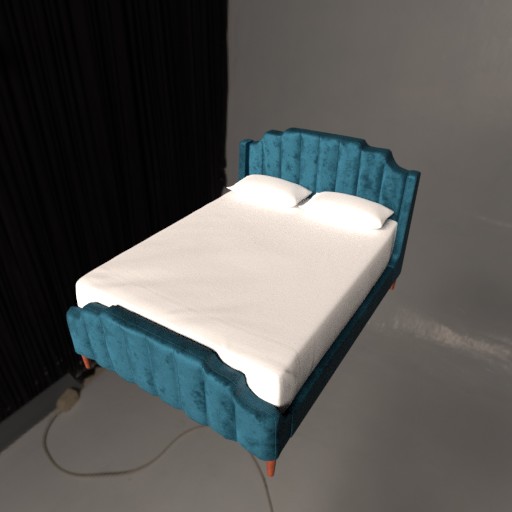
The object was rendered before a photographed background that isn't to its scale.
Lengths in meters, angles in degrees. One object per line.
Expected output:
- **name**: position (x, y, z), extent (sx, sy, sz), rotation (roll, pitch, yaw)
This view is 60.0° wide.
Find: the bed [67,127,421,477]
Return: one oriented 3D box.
- **bed**: position (0.000, 0.000, 3.347), extent (1.678, 1.338, 2.322), rotation (18, 36, 27)
